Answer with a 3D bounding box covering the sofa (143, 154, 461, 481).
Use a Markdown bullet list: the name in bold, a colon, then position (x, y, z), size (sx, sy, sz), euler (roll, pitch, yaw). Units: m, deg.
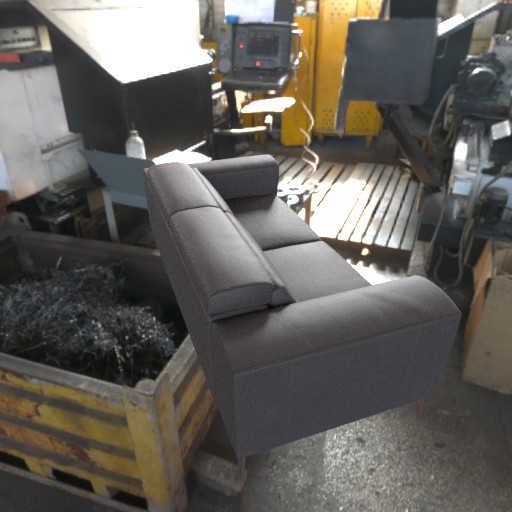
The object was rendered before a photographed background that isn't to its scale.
- **sofa**: position (0.000, 0.000, 2.772), size (1.048, 0.814, 2.330), euler (-11, 32, -17)
